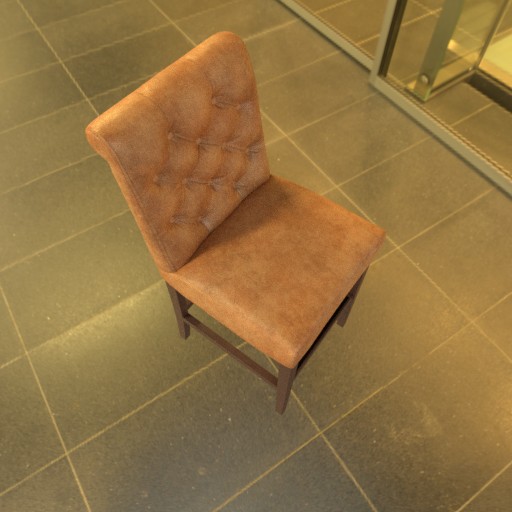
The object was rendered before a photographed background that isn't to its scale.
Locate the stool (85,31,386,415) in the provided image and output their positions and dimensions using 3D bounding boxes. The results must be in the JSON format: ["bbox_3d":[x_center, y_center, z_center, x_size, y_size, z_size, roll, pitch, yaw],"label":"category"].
[{"bbox_3d":[0.000,0.000,1.357,0.601,1.047,0.493,32,63,19],"label":"stool"}]
